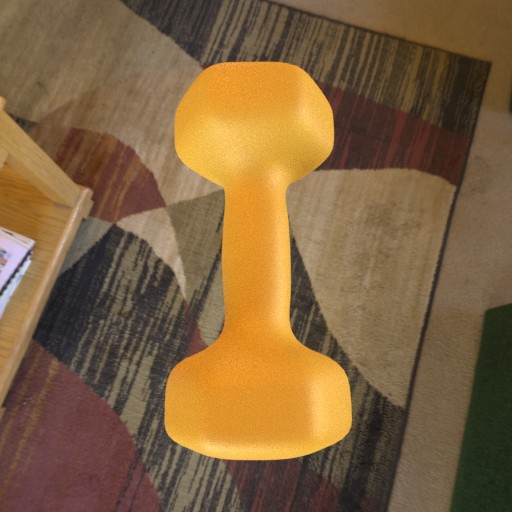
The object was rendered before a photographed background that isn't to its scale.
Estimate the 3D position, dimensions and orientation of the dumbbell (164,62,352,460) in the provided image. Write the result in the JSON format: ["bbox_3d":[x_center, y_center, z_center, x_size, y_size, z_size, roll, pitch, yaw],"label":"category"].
[{"bbox_3d":[0.000,0.000,0.230,0.090,0.082,0.190,0,76,0],"label":"dumbbell"}]
